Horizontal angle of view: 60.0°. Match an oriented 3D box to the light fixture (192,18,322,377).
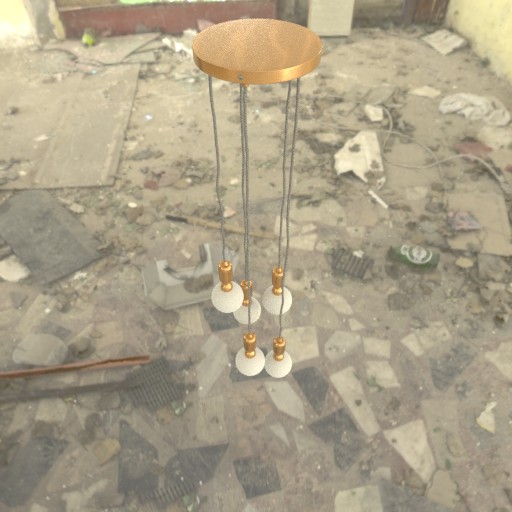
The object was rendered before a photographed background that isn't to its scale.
[{"bbox_3d":[0.000,0.000,0.493,0.108,0.457,0.105,10,48,9],"label":"light fixture"}]
